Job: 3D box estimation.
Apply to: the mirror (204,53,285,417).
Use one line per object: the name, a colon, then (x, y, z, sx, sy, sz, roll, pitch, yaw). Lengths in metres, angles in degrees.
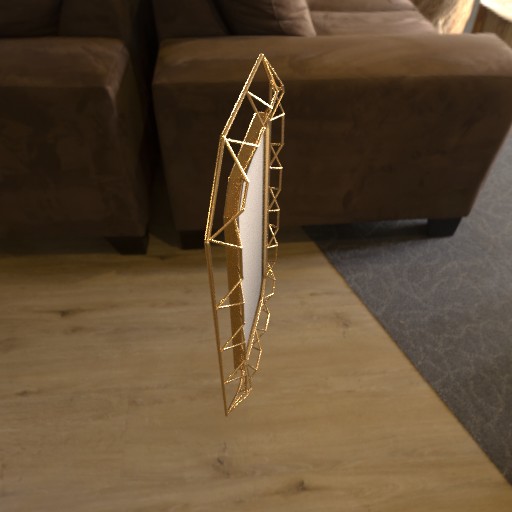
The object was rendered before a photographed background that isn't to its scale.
mirror: (0.000, 0.000, 1.114, 0.051, 0.870, 0.572, 8, 47, 8)
